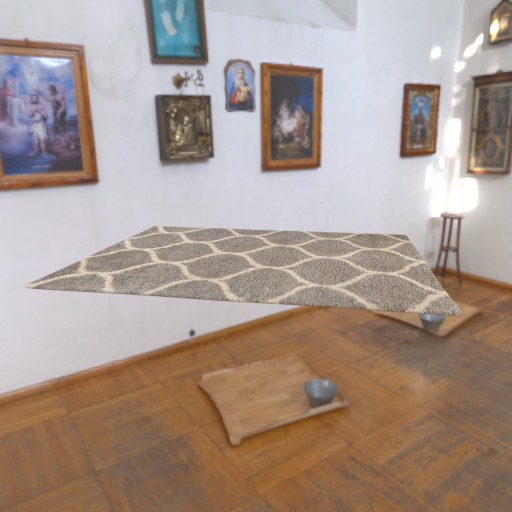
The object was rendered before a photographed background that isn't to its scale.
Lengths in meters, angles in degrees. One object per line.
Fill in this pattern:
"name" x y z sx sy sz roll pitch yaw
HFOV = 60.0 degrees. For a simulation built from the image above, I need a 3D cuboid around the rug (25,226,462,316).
"rug" 0.000 0.000 4.096 3.000 0.026 2.399 3 15 10
